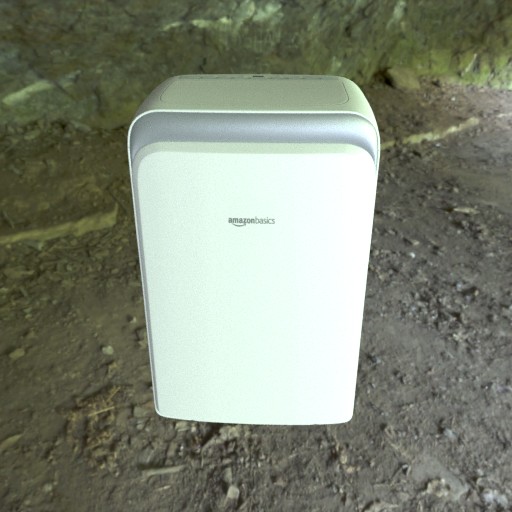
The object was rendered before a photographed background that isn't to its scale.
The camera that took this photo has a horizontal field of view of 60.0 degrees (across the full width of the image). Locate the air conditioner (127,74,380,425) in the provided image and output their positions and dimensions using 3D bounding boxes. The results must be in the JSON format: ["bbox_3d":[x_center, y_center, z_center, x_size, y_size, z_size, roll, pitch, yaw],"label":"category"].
[{"bbox_3d":[0.000,0.000,0.951,0.454,0.700,0.365,1,29,2],"label":"air conditioner"}]
